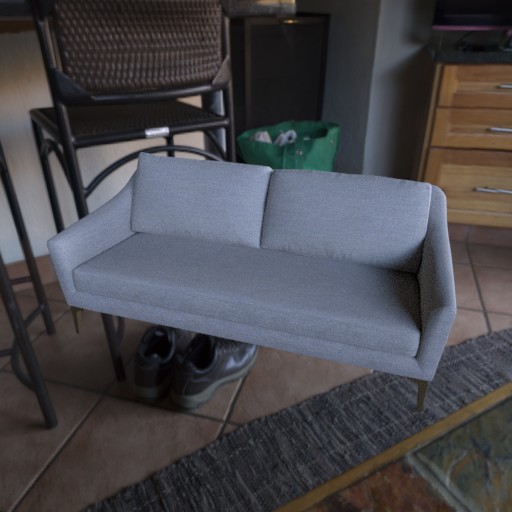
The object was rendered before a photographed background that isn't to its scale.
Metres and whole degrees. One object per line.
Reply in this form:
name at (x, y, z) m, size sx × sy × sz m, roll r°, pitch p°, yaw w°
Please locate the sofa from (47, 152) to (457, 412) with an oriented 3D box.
sofa at (0.000, 0.000, 2.529) m, size 2.036 × 0.913 × 0.980 m, roll 9°, pitch 29°, yaw 16°
